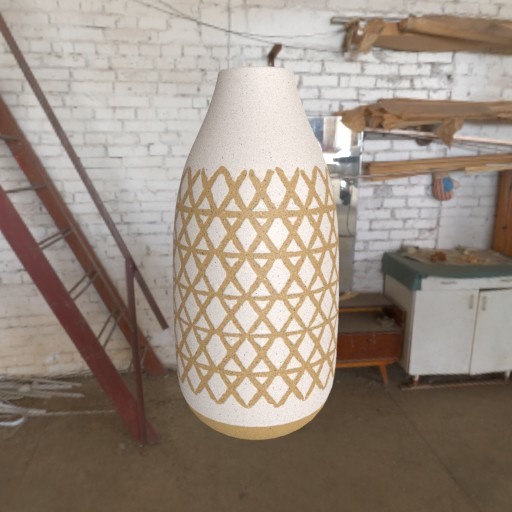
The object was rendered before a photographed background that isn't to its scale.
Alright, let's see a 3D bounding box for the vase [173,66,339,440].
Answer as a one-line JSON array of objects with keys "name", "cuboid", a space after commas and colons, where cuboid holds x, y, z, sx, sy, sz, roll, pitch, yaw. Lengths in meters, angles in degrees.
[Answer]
[{"name": "vase", "cuboid": [0.000, 0.000, 0.491, 0.186, 0.380, 0.186, 0, 14, 0]}]
